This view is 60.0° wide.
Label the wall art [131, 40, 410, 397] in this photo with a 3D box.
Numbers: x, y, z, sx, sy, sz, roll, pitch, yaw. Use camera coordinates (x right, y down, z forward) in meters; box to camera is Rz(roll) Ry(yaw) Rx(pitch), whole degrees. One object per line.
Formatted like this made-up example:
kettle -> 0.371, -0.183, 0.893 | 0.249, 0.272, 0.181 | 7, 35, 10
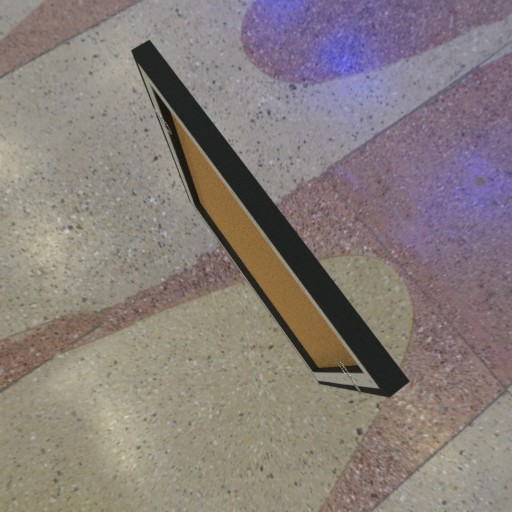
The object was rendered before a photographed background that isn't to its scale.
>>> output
wall art -> 0.000, 0.000, 1.119 | 0.044, 0.758, 0.758 | -34, 78, -8
